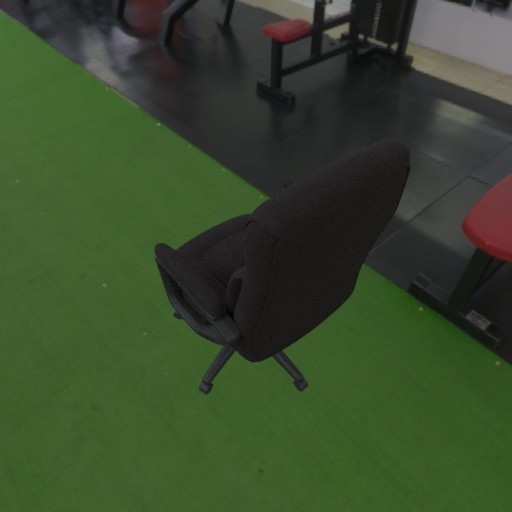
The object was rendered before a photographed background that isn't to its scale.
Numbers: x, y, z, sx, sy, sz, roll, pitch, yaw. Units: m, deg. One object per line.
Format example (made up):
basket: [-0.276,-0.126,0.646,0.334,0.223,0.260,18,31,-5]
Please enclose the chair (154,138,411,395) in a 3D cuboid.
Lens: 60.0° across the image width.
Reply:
chair: [0.000,0.000,1.585,0.667,1.105,0.724,-31,54,-26]
